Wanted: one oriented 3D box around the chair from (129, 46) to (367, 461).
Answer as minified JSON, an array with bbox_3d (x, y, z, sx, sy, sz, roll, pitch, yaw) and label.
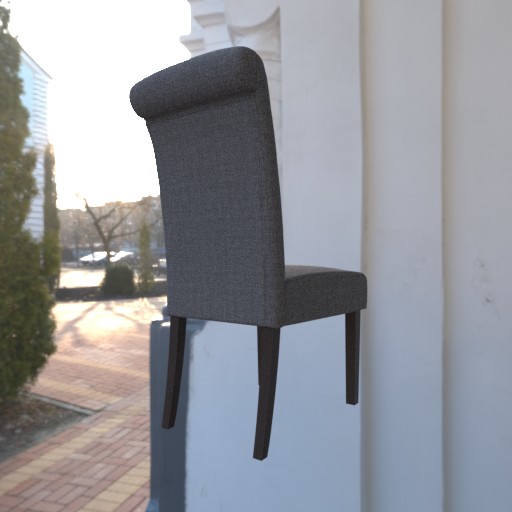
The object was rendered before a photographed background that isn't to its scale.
[{"bbox_3d":[0.000,0.000,1.375,0.456,1.006,0.671,0,0,36],"label":"chair"}]
